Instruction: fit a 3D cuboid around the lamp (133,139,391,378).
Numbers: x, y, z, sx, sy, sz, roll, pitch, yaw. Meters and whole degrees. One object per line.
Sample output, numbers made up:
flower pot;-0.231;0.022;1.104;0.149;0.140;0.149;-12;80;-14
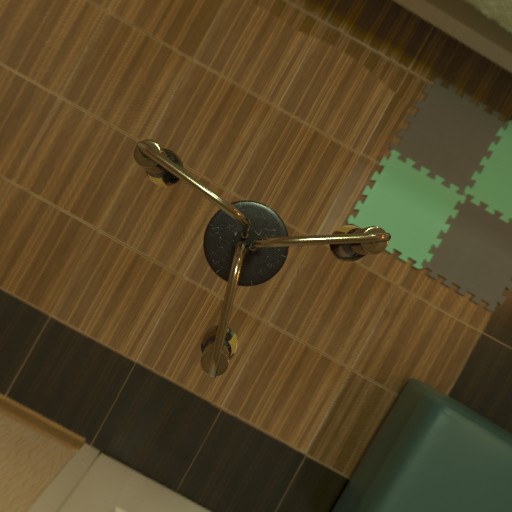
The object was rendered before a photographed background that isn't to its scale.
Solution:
lamp;0.000;0.000;0.804;0.368;0.560;0.355;0;90;-2
